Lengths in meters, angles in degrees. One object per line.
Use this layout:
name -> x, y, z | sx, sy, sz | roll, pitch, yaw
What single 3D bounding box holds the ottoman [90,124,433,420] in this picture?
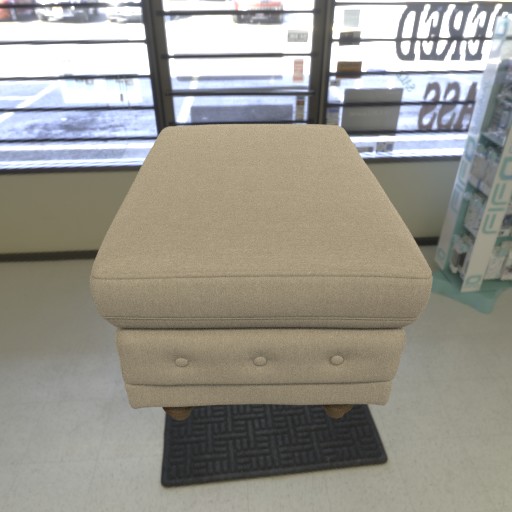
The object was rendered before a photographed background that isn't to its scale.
ottoman -> 0.000, 0.000, 1.124 | 0.569, 0.500, 0.771 | -1, 33, -1
